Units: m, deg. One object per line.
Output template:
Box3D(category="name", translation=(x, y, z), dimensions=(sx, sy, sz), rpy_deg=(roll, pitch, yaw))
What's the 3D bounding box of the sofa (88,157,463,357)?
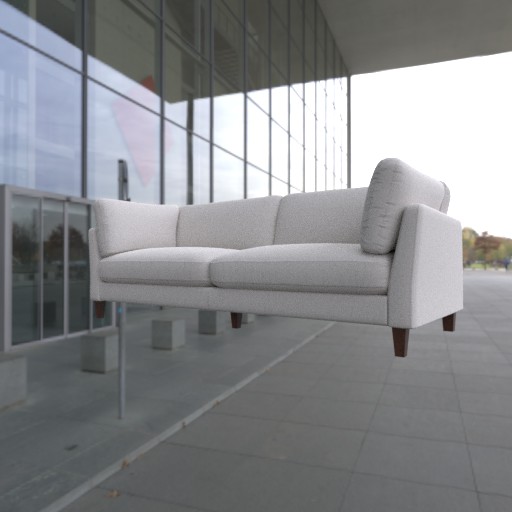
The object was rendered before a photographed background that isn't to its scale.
Box3D(category="sofa", translation=(0.000, 0.000, 2.813), dimensions=(2.301, 0.863, 0.957), rpy_deg=(0, -1, 36))
